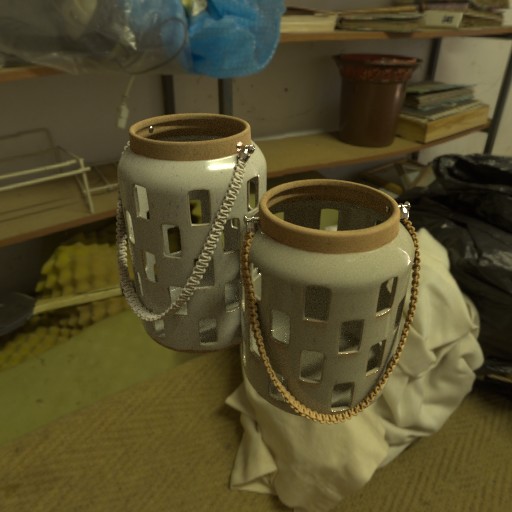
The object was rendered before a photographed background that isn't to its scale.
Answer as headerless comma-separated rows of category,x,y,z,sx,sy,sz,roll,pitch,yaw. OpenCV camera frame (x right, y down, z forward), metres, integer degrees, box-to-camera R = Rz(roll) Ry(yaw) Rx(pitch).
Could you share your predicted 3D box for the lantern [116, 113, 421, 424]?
lantern,0.000,0.000,0.488,0.347,0.255,0.184,19,35,29
